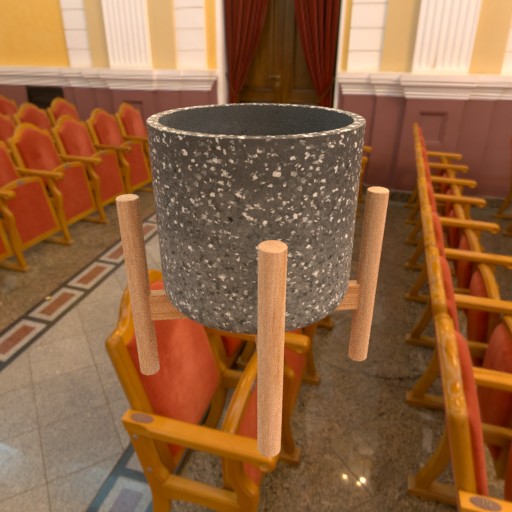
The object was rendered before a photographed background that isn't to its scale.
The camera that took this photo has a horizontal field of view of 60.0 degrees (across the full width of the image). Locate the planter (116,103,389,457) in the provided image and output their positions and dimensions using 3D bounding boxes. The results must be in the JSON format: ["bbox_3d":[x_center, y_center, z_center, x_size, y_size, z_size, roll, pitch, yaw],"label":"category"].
[{"bbox_3d":[0.000,0.000,0.529,0.284,0.320,0.284,8,27,15],"label":"planter"}]
